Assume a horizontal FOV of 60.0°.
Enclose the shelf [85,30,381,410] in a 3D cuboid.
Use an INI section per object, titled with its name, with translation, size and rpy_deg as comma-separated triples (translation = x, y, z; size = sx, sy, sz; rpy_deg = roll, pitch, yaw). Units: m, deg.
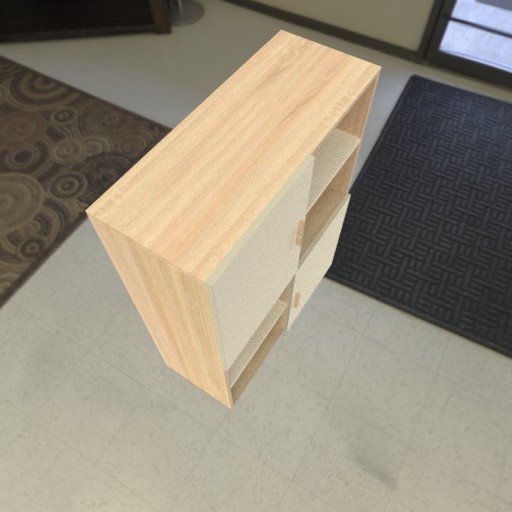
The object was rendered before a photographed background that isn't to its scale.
[shelf]
translation = 0.000, 0.000, 1.926
size = 0.434, 1.405, 0.995
rpy_deg = 29, 62, 17
